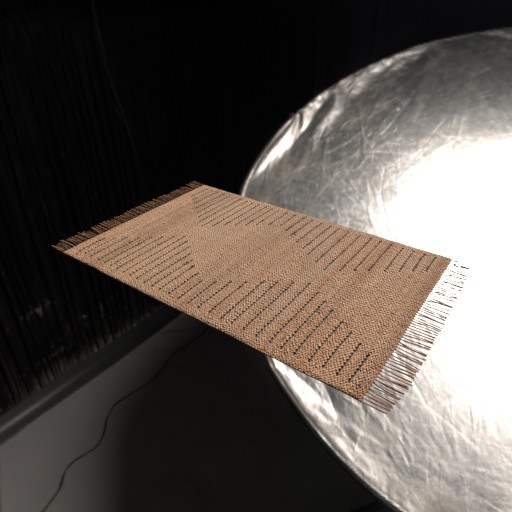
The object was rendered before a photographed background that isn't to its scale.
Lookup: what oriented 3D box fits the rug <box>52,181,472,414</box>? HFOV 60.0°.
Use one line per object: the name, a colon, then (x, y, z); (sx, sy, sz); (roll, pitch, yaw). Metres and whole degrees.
rug: (0.000, 0.000, 2.498); (2.085, 0.027, 1.224); (21, 37, 30)
